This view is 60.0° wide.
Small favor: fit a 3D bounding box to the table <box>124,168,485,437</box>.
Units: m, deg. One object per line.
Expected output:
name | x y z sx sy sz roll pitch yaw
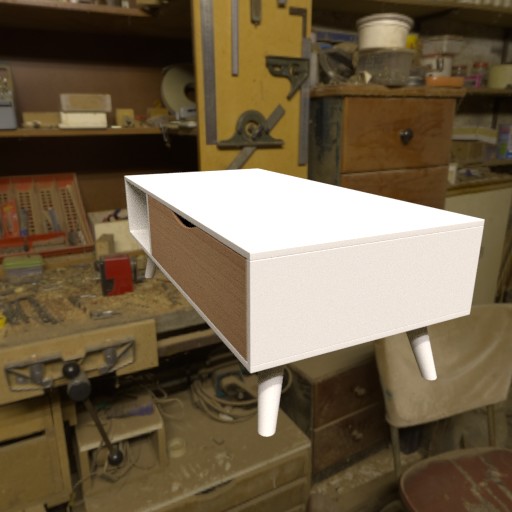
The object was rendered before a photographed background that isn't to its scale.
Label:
table | 0.000 0.000 1.486 0.609 0.432 1.194 -8 19 -25
